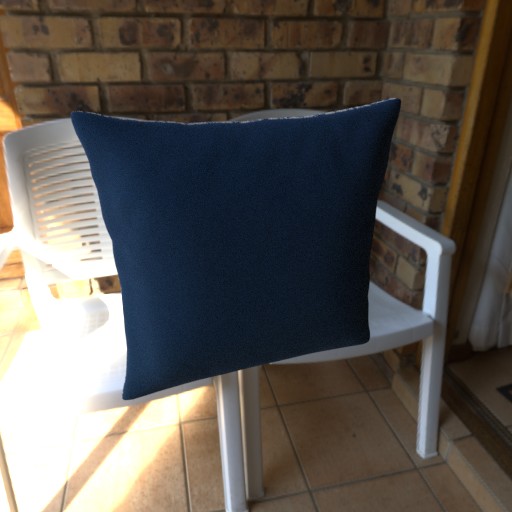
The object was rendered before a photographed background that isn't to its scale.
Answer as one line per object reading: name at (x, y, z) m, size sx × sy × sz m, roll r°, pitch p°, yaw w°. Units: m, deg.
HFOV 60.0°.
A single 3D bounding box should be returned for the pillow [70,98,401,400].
pillow at (0.000, 0.000, 0.777) m, size 0.523 × 0.510 × 0.166 m, roll -9°, pitch 27°, yaw -17°
